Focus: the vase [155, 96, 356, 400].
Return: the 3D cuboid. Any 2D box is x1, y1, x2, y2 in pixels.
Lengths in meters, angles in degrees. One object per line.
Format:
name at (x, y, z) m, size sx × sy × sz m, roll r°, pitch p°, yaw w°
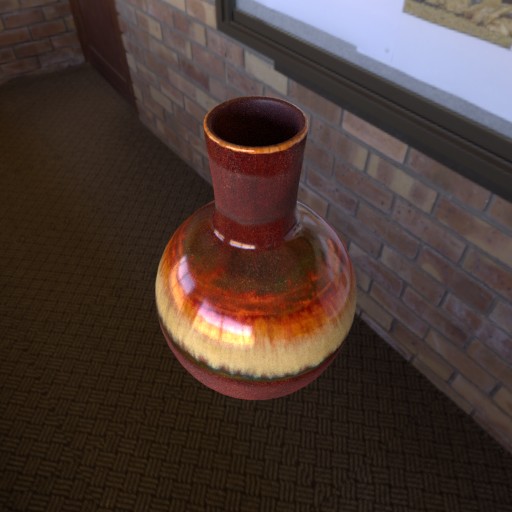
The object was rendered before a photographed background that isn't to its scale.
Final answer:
vase at (0.000, 0.000, 0.229) m, size 0.111 × 0.154 × 0.111 m, roll 0°, pitch 47°, yaw 0°
